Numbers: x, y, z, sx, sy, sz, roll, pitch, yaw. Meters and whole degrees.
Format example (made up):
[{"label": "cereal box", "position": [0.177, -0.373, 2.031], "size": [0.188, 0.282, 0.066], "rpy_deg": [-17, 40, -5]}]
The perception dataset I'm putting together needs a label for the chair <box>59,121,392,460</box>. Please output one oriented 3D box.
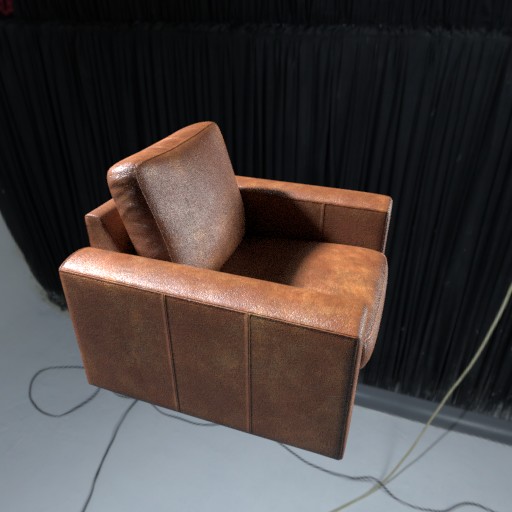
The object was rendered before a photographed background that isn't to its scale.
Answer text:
[{"label": "chair", "position": [0.000, 0.000, 1.753], "size": [1.016, 0.873, 1.005], "rpy_deg": [10, 32, 17]}]
